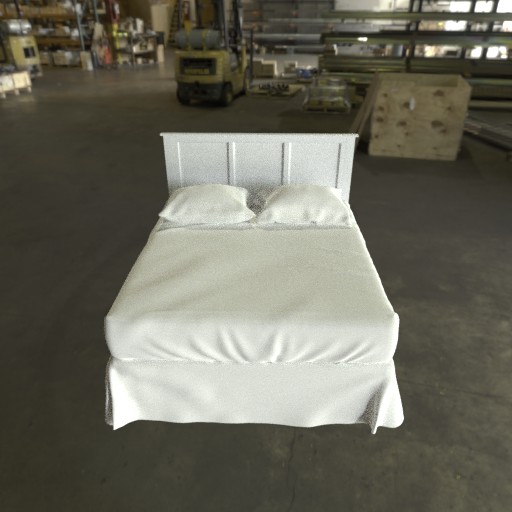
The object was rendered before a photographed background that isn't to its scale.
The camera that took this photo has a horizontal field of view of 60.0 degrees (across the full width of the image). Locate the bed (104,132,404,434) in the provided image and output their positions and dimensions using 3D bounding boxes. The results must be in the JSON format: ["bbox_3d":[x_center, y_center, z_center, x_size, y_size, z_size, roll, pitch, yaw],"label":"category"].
[{"bbox_3d":[0.000,0.000,3.171,1.876,1.269,2.047,1,29,1],"label":"bed"}]
